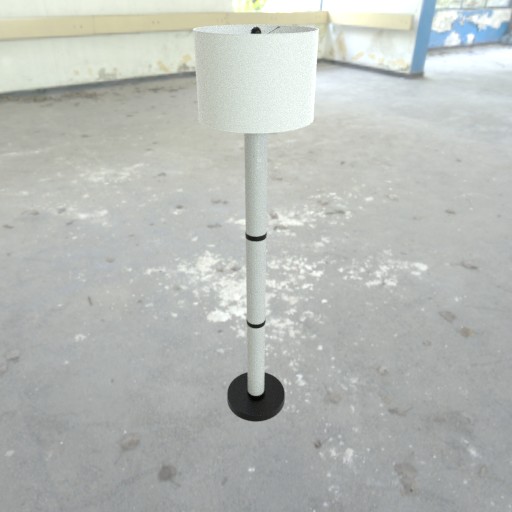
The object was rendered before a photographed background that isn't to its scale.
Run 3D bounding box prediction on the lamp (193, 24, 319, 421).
[{"bbox_3d":[0.000,0.000,1.736,0.377,1.599,0.377,-20,36,-30],"label":"lamp"}]
